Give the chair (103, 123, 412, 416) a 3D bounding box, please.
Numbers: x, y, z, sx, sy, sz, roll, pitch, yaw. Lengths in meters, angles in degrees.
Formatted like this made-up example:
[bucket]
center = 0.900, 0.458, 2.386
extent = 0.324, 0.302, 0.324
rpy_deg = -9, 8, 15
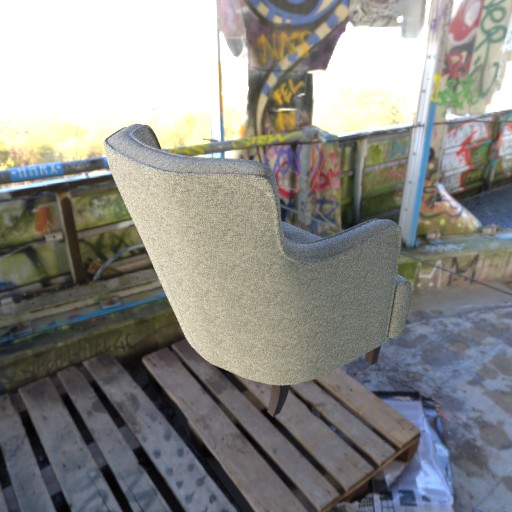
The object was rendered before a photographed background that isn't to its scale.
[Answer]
[chair]
center = 0.000, 0.000, 1.675
extent = 0.910, 0.920, 0.820
rpy_deg = -18, 31, -32
